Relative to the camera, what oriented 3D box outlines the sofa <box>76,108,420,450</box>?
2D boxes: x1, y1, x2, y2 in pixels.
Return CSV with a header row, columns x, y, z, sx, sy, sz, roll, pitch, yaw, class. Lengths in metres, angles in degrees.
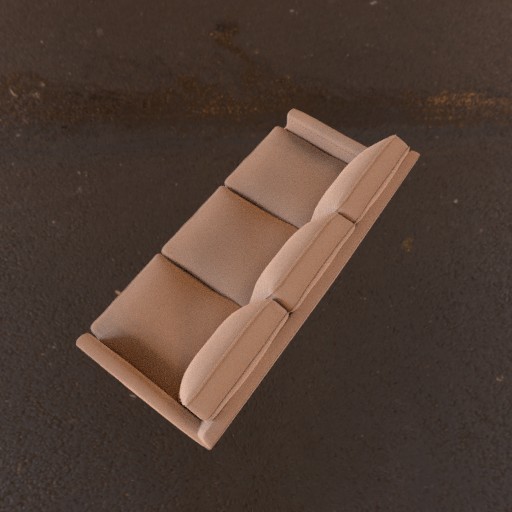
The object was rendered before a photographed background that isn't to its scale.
x,y,z,sx,sy,sz,roll,pitch,yaw,class
0.000,0.000,2.920,1.084,1.003,2.246,33,68,15,sofa
